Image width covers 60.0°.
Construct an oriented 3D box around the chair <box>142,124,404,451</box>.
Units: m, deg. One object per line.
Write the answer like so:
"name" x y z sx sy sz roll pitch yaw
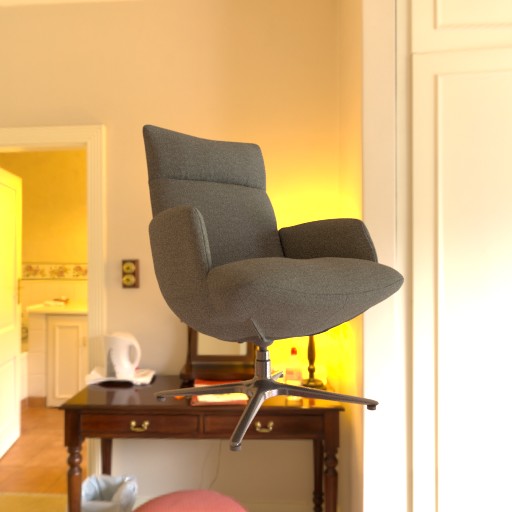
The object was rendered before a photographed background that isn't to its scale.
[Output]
"chair" 0.000 0.000 1.504 0.702 0.984 0.831 0 0 -35
